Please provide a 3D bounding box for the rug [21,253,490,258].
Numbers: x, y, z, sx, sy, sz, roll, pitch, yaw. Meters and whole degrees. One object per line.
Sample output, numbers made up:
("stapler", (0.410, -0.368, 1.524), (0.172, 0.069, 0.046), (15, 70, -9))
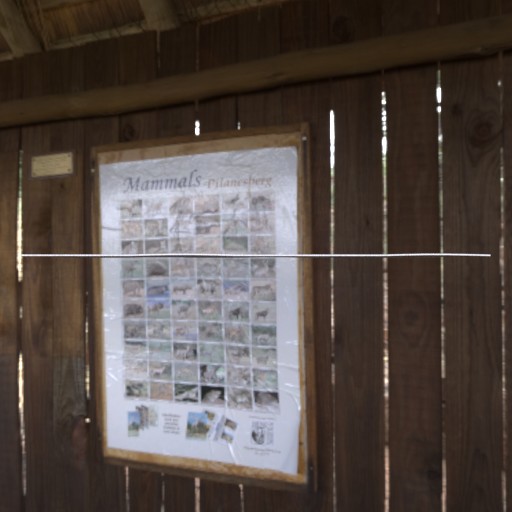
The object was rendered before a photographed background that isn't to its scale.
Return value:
("rug", (0.000, 0.000, 2.680), (2.439, 0.013, 0.762), (0, -1, -1))
